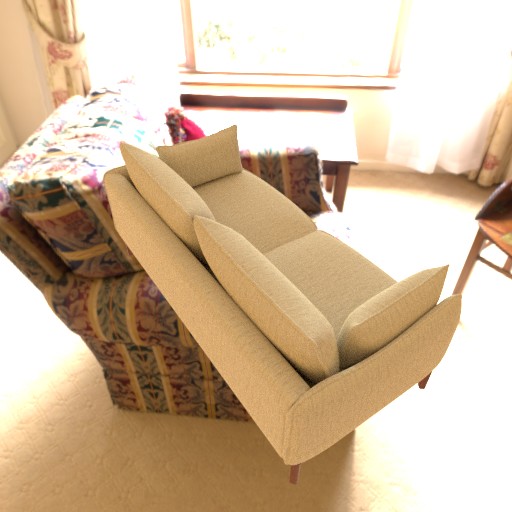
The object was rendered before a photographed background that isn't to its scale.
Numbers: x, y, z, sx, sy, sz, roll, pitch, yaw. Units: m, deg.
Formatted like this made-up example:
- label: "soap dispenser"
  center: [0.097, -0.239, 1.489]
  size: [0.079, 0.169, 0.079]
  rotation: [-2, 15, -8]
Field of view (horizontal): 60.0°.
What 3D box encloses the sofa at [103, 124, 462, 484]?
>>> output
- label: "sofa"
  center: [0.000, 0.000, 2.444]
  size: [0.991, 0.860, 1.989]
  rotation: [-24, 46, -25]
